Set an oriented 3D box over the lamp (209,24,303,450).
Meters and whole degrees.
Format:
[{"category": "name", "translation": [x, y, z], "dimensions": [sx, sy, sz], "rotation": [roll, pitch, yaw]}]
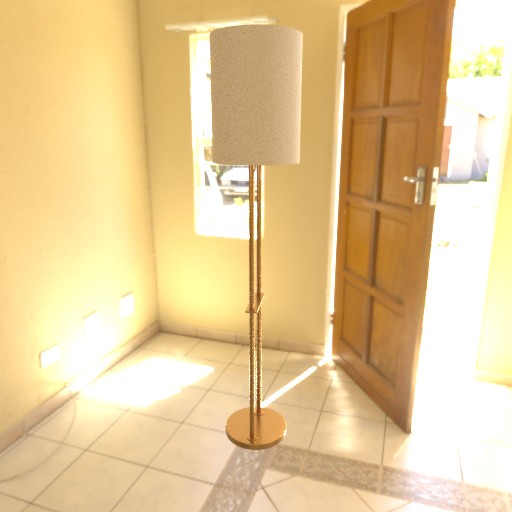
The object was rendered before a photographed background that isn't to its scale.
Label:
[{"category": "lamp", "translation": [0.000, 0.000, 1.652], "dimensions": [0.305, 1.500, 0.306], "rotation": [2, 15, 9]}]
